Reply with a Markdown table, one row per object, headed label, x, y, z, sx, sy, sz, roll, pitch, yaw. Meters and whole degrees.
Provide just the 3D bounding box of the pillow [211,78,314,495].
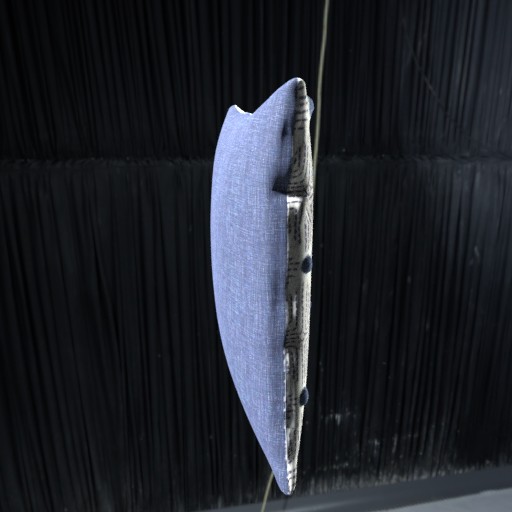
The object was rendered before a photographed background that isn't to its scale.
| label | x | y | z | sx | sy | sz | roll | pitch | yaw |
| --- | --- | --- | --- | --- | --- | --- | --- | --- | --- |
| pillow | 0.000 | 0.000 | 0.749 | 0.145 | 0.510 | 0.510 | -3 | 16 | -10 |
